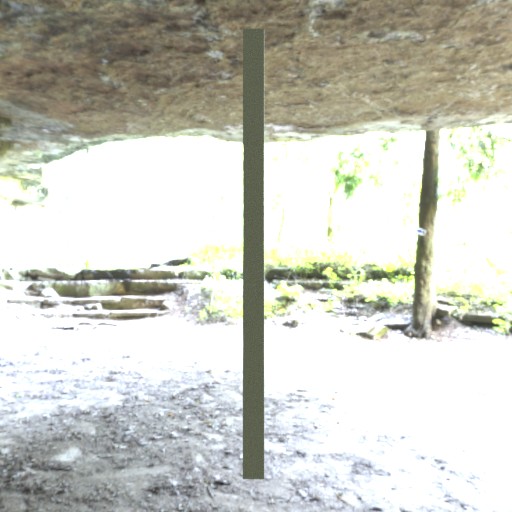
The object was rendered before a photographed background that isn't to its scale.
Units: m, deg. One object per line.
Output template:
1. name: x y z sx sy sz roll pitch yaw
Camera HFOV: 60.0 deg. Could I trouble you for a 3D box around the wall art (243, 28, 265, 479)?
1. wall art: 0.000 0.000 1.127 0.036 0.760 0.760 0 -1 1
